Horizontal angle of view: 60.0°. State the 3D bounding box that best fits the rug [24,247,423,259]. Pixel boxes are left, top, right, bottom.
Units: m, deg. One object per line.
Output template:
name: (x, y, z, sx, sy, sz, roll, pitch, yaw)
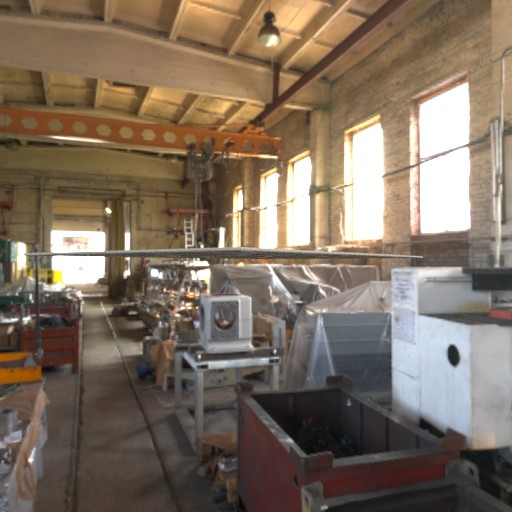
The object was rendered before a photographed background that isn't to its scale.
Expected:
rug: (0.000, 0.000, 2.931, 1.528, 0.014, 2.294, -1, -1, 36)
